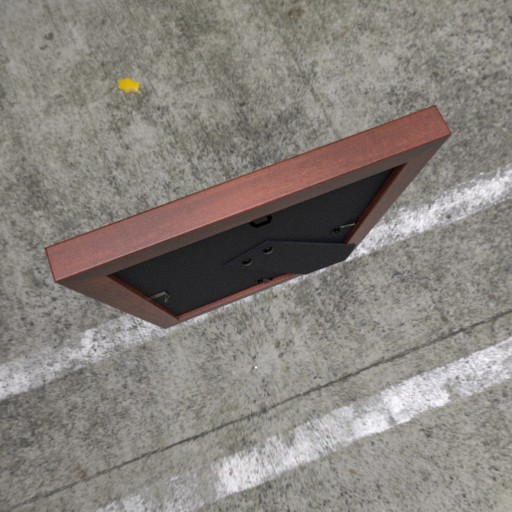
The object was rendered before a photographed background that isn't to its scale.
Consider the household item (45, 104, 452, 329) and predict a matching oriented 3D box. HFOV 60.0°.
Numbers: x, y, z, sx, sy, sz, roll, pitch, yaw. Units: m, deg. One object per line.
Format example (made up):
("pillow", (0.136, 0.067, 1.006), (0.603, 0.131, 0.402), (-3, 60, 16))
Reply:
("household item", (0.000, 0.000, 0.330), (0.200, 0.250, 0.020), (-21, 77, -5))
